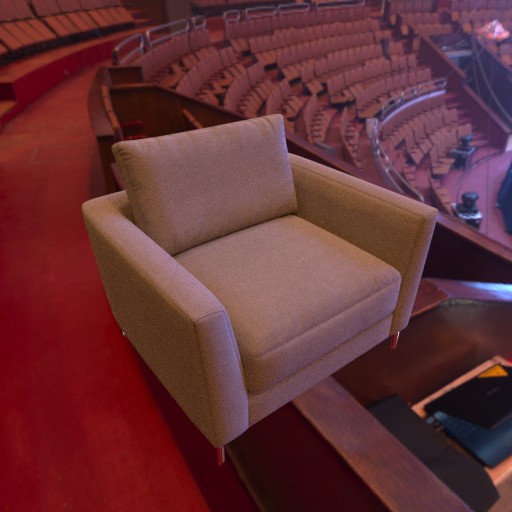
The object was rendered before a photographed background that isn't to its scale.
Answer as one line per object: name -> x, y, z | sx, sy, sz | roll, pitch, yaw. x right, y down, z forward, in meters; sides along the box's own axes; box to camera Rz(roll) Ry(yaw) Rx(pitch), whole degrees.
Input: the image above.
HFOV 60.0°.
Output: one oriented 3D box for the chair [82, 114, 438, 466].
chair -> 0.000, 0.000, 1.706 | 1.041, 0.864, 0.889 | -22, 37, -31
